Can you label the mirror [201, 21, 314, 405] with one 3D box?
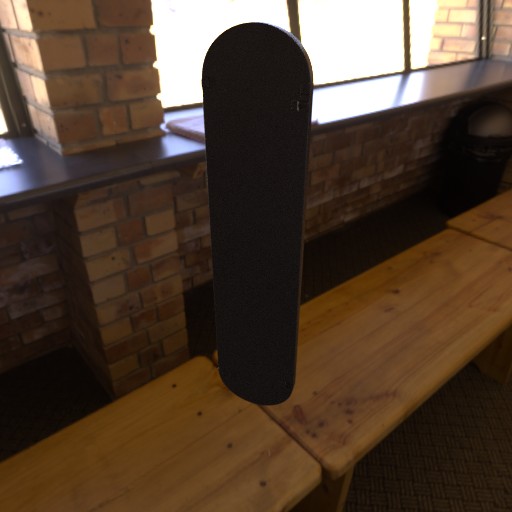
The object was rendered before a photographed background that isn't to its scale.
[{"bbox_3d":[0.000,0.000,1.059,0.222,0.991,0.032,10,32,16],"label":"mirror"}]
